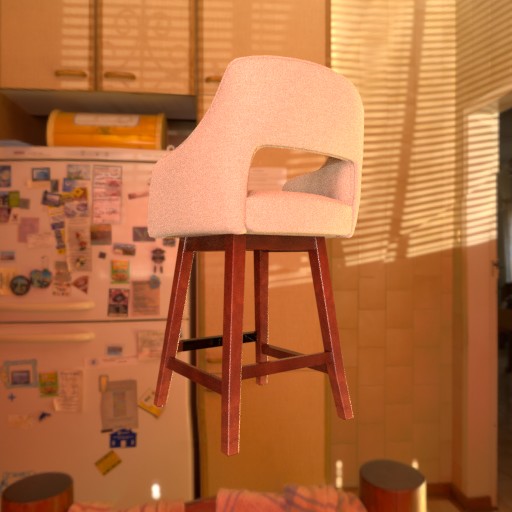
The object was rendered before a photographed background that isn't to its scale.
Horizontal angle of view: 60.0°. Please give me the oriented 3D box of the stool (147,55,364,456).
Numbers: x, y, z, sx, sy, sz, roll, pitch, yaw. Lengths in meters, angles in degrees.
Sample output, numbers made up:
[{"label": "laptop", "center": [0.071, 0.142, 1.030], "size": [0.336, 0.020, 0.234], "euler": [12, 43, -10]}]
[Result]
[{"label": "stool", "center": [0.000, 0.000, 1.300], "size": [0.550, 0.936, 0.560], "euler": [0, 0, -35]}]
